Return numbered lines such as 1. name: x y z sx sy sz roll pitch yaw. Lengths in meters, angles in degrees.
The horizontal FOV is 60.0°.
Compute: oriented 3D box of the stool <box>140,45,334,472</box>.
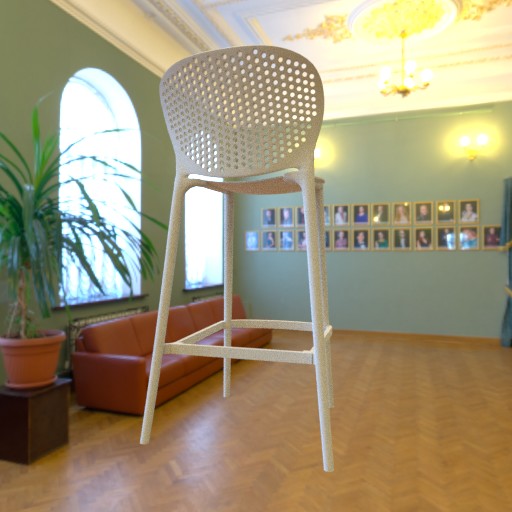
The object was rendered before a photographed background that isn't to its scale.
1. stool: 0.000 0.000 1.361 0.536 1.045 0.535 0 0 18
